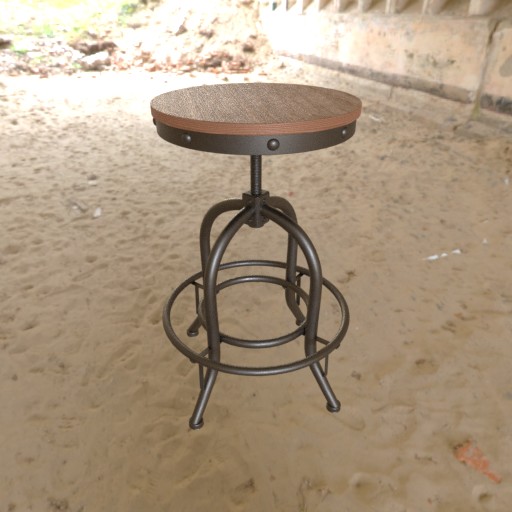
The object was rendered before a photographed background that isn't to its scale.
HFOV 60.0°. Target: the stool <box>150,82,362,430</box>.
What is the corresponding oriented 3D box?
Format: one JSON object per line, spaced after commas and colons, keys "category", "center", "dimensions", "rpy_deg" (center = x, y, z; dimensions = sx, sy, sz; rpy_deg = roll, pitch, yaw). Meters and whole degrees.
{"category": "stool", "center": [0.000, 0.000, 0.896], "dimensions": [0.439, 0.609, 0.439], "rpy_deg": [20, 35, 31]}
